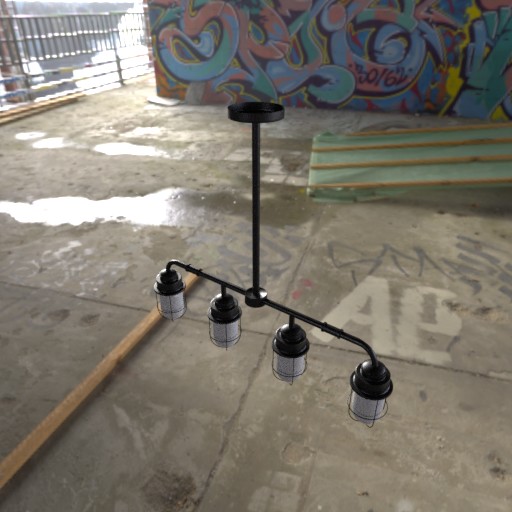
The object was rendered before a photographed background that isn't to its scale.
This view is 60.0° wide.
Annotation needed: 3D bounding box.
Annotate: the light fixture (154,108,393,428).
[{"bbox_3d":[0.000,0.000,1.211,0.852,0.785,0.131,21,36,31],"label":"light fixture"}]
